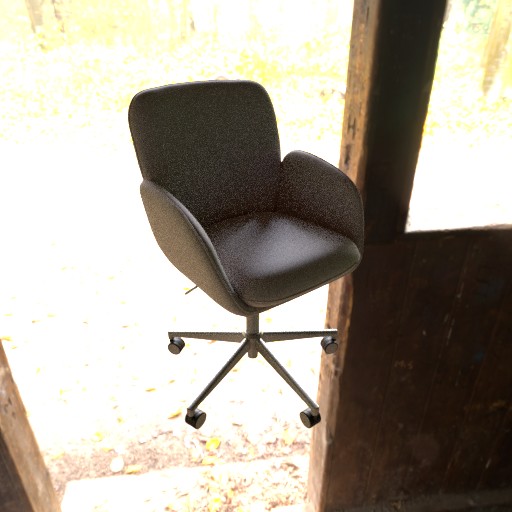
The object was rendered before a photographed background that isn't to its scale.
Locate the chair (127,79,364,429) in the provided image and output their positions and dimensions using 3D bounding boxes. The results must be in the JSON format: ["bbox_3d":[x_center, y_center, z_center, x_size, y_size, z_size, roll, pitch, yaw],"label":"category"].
[{"bbox_3d":[0.000,0.000,1.377,0.648,0.959,0.633,-20,35,-31],"label":"chair"}]
